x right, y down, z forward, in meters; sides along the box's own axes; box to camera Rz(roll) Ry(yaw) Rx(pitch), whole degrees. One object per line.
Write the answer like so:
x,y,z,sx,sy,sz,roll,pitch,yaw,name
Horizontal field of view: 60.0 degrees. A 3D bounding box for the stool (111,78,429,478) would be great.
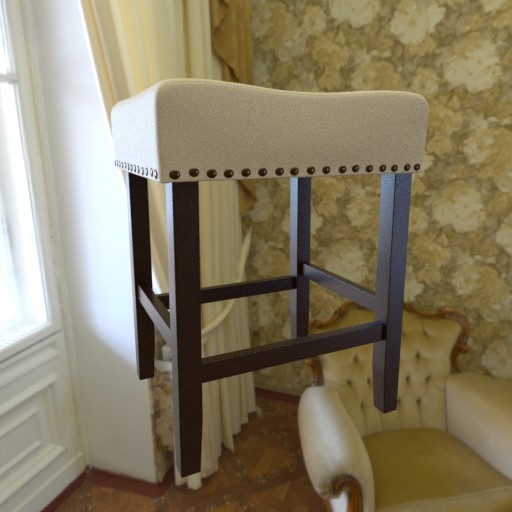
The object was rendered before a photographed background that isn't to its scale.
0.000,0.000,0.891,0.471,0.609,0.401,-7,16,-25,stool
